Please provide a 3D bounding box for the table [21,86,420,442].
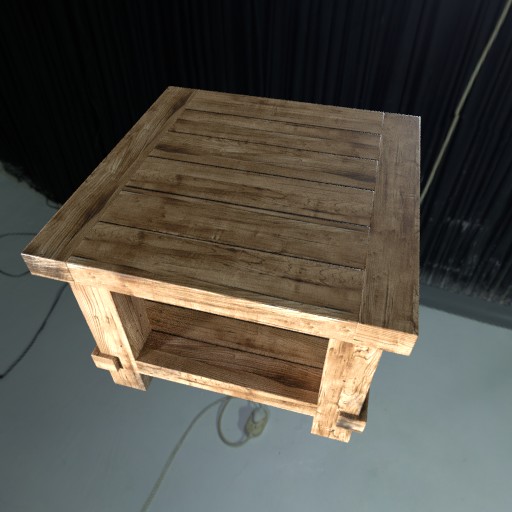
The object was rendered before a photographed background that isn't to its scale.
[{"bbox_3d":[0.000,0.000,1.015,0.610,0.457,0.610,11,47,10],"label":"table"}]
